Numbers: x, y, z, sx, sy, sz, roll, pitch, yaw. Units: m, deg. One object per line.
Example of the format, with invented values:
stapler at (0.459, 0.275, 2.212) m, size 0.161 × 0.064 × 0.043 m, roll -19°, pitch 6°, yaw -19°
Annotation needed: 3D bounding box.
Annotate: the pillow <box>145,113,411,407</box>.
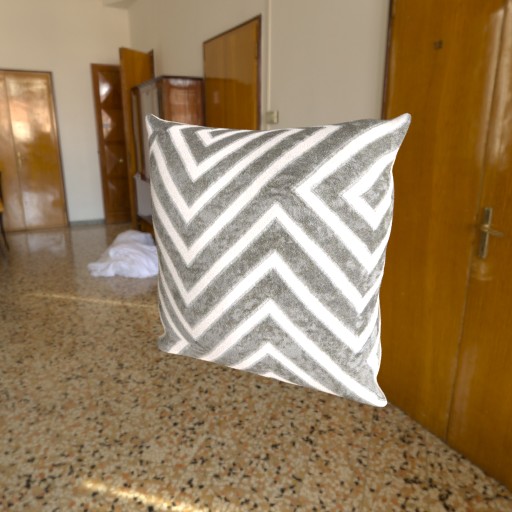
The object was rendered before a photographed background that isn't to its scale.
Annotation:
pillow at (0.000, 0.000, 0.708) m, size 0.440 × 0.441 × 0.182 m, roll 8°, pitch 18°, yaw 26°
